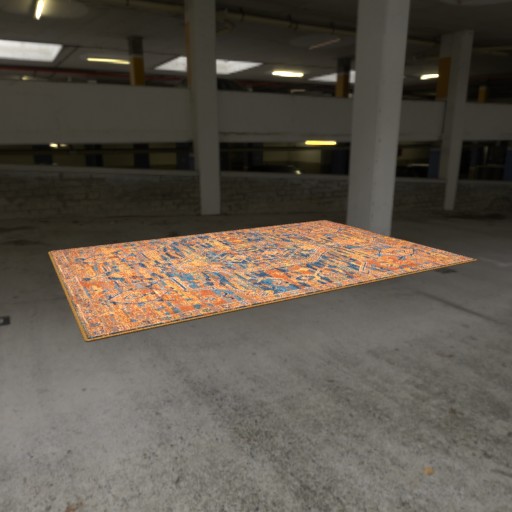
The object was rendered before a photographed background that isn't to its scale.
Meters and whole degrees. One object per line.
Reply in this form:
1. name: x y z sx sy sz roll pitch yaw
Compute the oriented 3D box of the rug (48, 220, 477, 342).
1. rug: 0.000 0.000 2.161 1.758 0.013 1.148 -8 17 -28
